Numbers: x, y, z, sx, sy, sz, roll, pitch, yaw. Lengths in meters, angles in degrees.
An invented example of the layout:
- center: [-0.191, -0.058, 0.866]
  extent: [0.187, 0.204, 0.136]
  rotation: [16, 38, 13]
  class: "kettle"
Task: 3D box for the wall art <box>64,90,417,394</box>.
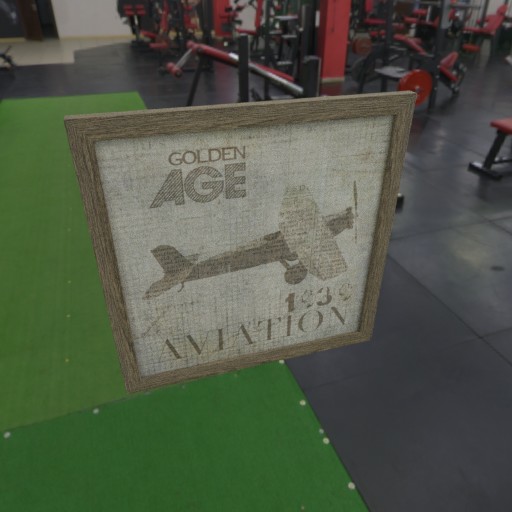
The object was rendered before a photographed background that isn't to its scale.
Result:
- center: [0.000, 0.000, 0.759]
  extent: [0.508, 0.508, 0.019]
  rotation: [-9, 34, -14]
  class: "wall art"
